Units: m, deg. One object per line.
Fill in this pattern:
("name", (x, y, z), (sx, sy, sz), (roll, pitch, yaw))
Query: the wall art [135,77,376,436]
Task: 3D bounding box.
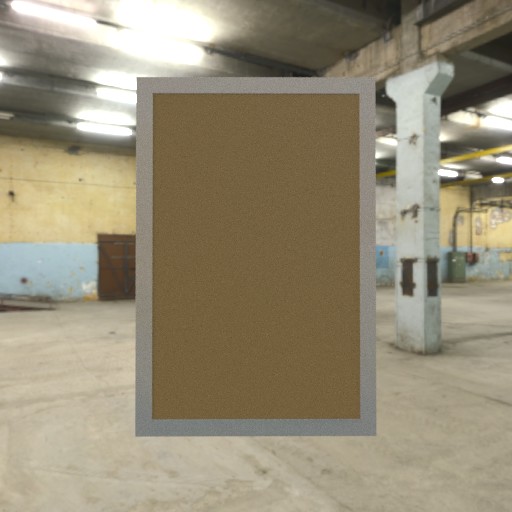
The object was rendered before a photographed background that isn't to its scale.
("wall art", (0.000, 0.000, 1.429), (0.764, 1.143, 0.038), (0, -1, 0))
